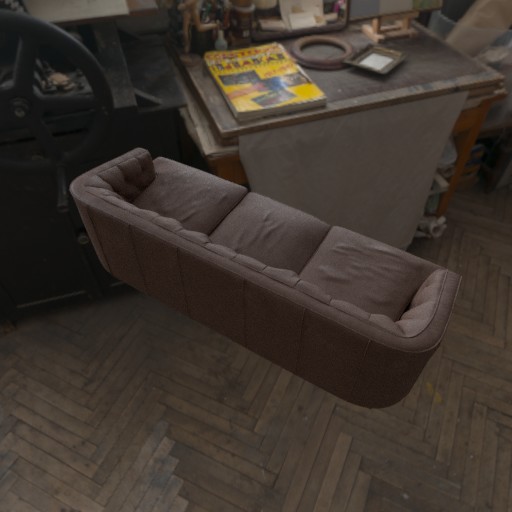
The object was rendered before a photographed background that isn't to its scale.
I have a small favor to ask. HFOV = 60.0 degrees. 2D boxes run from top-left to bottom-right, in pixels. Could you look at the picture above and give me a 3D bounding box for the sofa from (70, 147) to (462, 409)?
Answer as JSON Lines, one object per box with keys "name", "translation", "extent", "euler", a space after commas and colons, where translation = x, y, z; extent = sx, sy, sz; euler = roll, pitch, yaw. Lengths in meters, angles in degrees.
{"name": "sofa", "translation": [0.000, 0.000, 2.712], "extent": [2.227, 0.787, 0.927], "euler": [24, 53, 20]}
